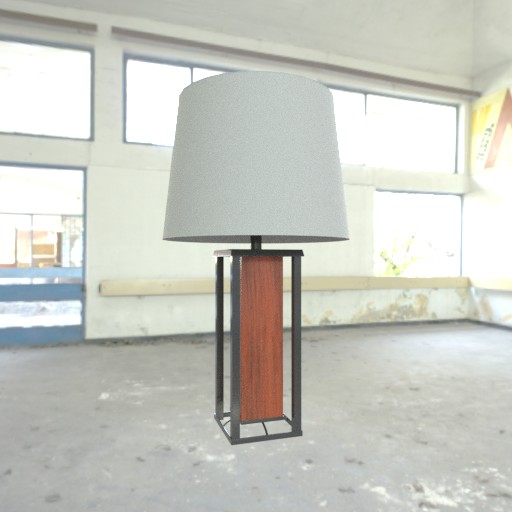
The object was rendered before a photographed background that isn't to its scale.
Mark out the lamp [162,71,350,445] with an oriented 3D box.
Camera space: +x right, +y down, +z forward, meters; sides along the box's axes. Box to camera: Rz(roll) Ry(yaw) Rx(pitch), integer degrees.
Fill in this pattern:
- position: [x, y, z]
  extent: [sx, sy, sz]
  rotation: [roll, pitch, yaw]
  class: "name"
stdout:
- position: [0.000, 0.000, 0.770]
  extent: [0.320, 0.591, 0.320]
  rotation: [0, 0, 0]
  class: "lamp"
